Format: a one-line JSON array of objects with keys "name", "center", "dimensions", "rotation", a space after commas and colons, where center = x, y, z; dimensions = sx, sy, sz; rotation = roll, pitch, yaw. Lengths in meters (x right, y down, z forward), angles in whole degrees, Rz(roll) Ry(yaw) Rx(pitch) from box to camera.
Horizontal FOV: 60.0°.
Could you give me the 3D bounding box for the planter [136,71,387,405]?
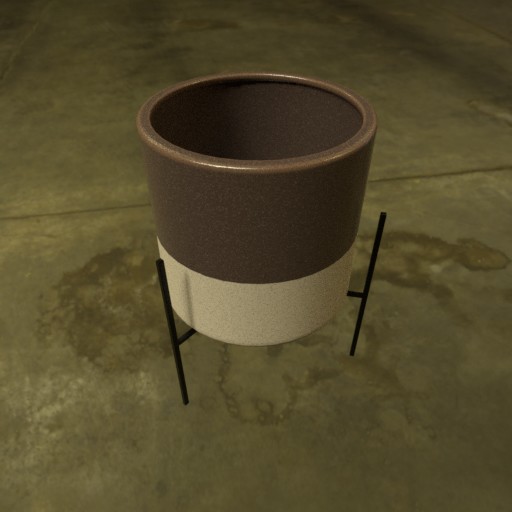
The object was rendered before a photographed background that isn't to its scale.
[{"name": "planter", "center": [0.000, 0.000, 0.536], "dimensions": [0.250, 0.353, 0.260], "rotation": [24, 46, 26]}]
